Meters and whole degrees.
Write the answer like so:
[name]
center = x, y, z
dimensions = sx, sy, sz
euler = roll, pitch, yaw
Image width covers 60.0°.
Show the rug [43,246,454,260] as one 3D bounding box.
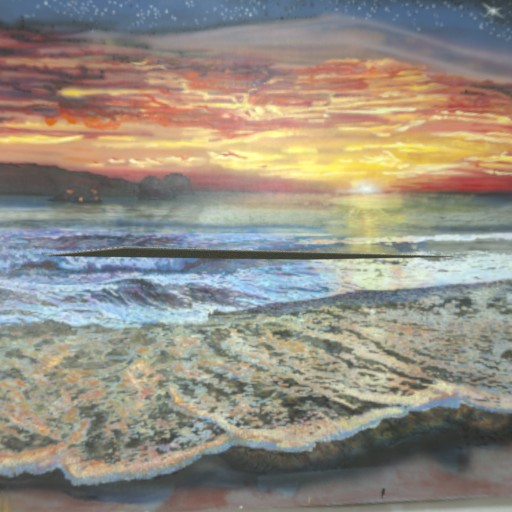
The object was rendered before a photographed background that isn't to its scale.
[rug]
center = 0.000, 0.000, 3.083
dimensions = 2.438, 0.008, 1.523
euler = 1, -2, -36
